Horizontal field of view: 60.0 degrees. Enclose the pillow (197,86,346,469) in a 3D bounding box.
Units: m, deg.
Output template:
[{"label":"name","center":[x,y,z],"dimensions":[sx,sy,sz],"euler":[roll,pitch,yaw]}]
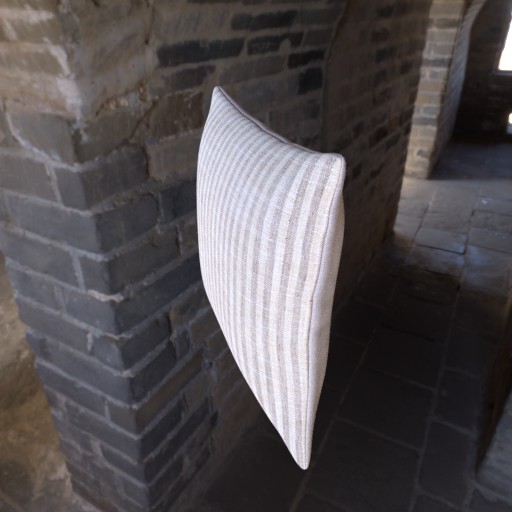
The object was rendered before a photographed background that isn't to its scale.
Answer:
[{"label":"pillow","center":[0.000,0.000,0.798],"dimensions":[0.166,0.510,0.523],"euler":[-10,31,-16]}]
